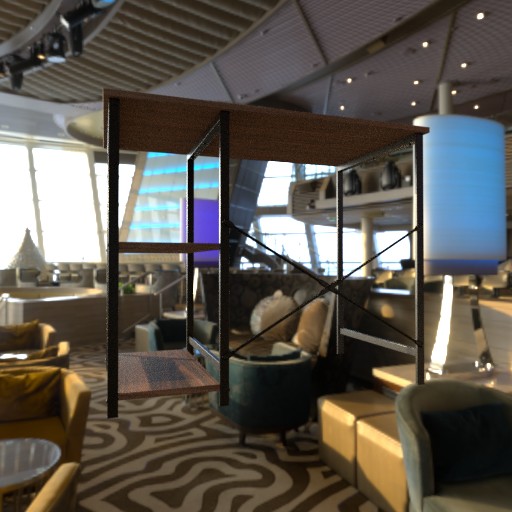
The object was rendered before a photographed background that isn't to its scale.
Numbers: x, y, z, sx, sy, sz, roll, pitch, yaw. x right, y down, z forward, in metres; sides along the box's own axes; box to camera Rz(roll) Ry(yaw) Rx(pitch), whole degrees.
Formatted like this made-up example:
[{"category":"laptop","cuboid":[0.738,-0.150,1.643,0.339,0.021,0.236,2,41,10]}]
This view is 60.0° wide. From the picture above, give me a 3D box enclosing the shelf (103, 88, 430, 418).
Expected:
[{"category":"shelf","cuboid":[0.000,0.000,1.378,0.902,0.750,0.498,0,-1,-19]}]
